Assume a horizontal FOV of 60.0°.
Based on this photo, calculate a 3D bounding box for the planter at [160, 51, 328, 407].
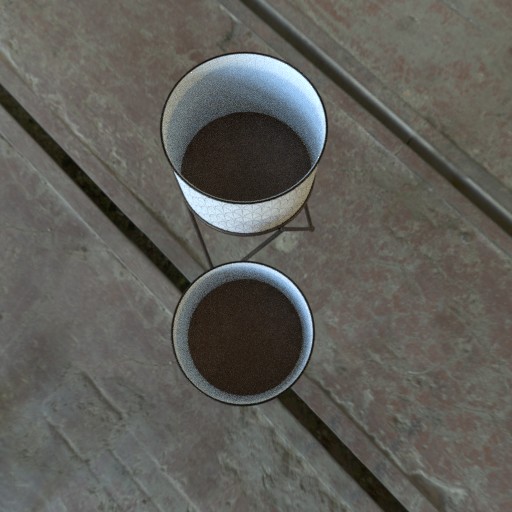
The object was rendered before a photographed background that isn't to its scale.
[{"bbox_3d":[0.000,0.000,1.177,0.413,0.712,0.769,0,77,0],"label":"planter"}]
